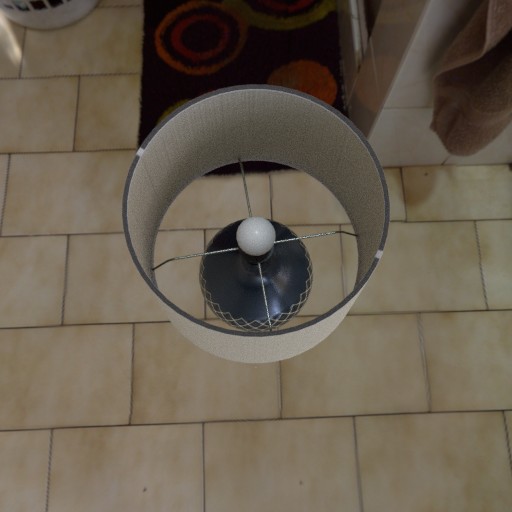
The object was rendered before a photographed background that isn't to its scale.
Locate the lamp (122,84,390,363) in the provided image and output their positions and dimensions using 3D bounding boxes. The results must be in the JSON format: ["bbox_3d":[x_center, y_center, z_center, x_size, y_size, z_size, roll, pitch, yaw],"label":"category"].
[{"bbox_3d":[0.000,0.000,0.798,0.376,0.540,0.376,0,76,0],"label":"lamp"}]
